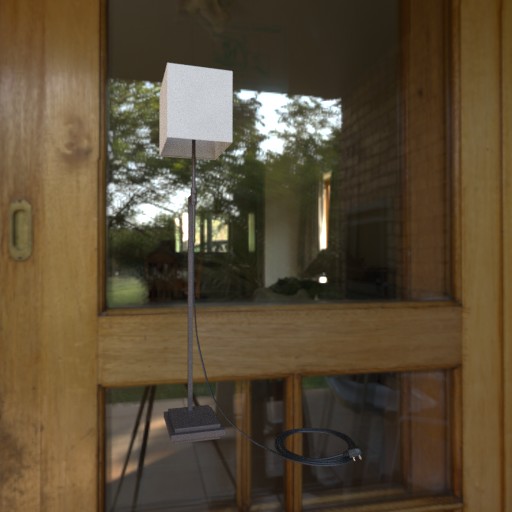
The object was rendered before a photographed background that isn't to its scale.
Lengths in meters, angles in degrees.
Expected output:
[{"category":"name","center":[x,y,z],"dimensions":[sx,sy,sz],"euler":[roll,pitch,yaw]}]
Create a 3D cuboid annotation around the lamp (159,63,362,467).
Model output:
[{"category":"lamp","center":[0.000,0.000,1.950],"dimensions":[0.774,1.600,0.698],"euler":[0,-1,-17]}]
